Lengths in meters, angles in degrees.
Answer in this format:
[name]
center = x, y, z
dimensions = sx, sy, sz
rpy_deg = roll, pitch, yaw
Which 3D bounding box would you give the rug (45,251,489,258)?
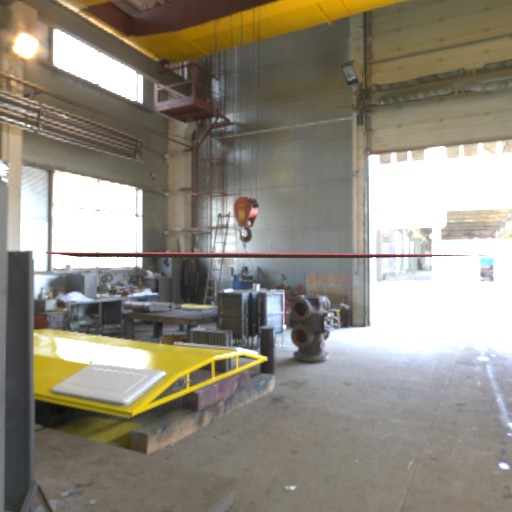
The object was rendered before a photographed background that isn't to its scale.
[rug]
center = 0.000, 0.000, 2.294
dimensions = 1.814, 0.008, 1.209
rpy_deg = 0, -1, -17
